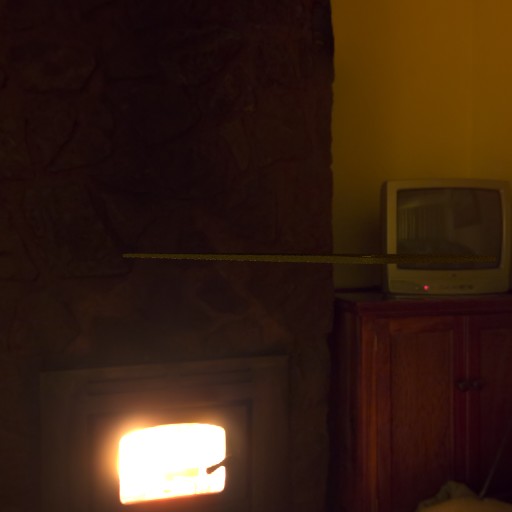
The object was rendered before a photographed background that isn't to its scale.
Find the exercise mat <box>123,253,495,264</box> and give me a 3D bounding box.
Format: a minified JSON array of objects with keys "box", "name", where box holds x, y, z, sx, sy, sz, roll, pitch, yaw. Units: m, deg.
[{"box":[0.000,0.000,2.012,0.616,0.021,1.869,0,1,-36],"name":"exercise mat"}]
